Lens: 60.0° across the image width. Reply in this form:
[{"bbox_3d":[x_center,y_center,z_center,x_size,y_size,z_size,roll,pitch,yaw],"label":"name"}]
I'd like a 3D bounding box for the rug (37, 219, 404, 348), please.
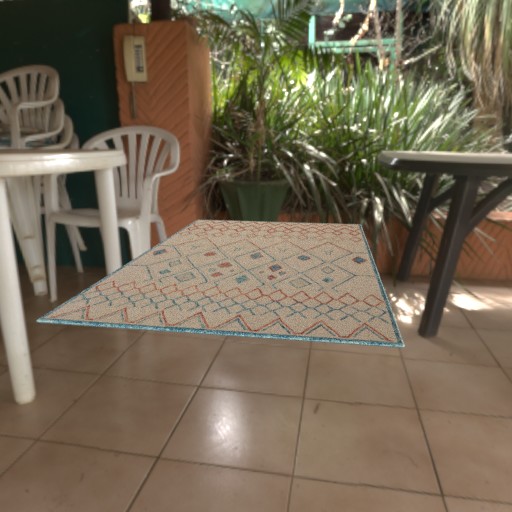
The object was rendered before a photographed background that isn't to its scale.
[{"bbox_3d":[0.000,0.000,2.946,1.524,0.015,2.438,2,15,9],"label":"rug"}]
